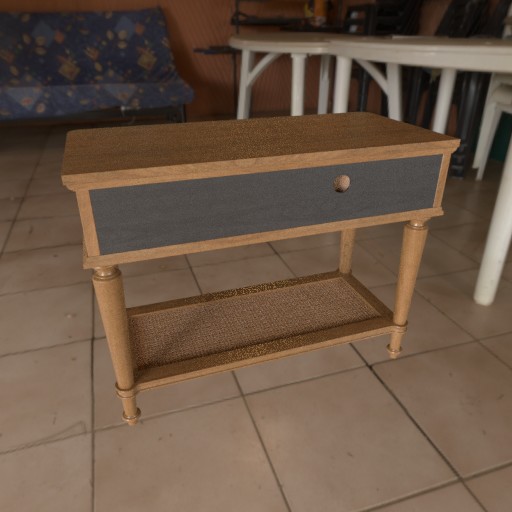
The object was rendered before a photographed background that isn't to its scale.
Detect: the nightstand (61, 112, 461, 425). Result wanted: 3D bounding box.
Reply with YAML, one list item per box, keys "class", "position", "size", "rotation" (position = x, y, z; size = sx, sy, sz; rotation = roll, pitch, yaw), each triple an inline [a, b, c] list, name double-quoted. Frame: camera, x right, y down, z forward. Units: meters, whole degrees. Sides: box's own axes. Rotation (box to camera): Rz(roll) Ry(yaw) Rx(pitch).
- class: "nightstand"
  position: [0.000, 0.000, 1.296]
  size: [0.914, 0.700, 0.432]
  rotation: [-9, 29, -17]
